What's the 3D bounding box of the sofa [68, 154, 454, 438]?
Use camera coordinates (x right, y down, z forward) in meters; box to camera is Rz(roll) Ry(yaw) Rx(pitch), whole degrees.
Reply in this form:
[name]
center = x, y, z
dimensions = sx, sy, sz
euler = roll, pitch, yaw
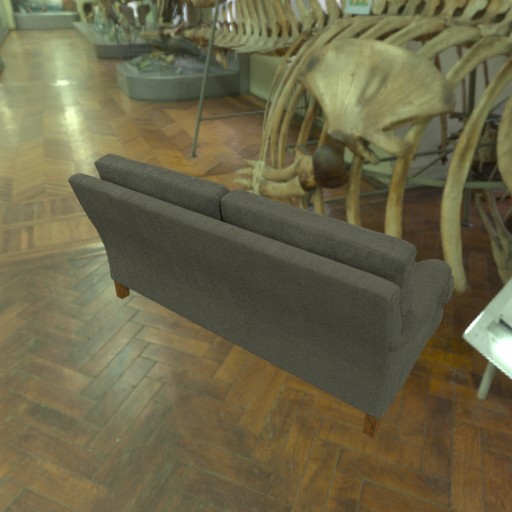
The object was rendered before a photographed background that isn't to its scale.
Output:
[sofa]
center = 0.000, 0.000, 2.764
dimensions = 2.165, 1.087, 1.086
euler = 21, 37, 31
